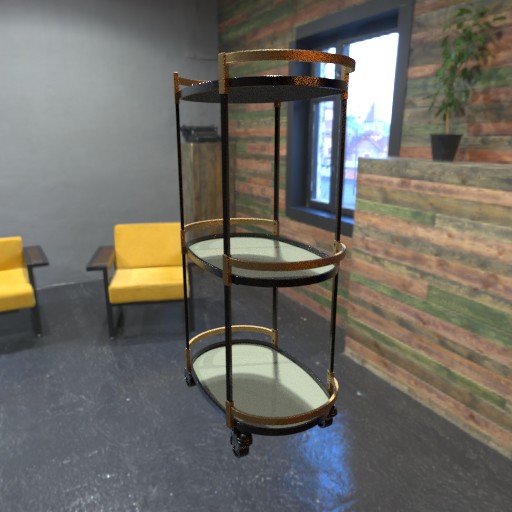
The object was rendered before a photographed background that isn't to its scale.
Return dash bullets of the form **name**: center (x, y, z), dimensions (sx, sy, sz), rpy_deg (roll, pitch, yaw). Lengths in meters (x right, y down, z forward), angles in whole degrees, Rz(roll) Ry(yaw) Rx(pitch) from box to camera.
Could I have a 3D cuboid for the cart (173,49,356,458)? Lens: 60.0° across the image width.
- **cart**: center (0.000, 0.000, 1.128), dimensions (0.311, 0.885, 0.515), rpy_deg (-8, 17, -26)
